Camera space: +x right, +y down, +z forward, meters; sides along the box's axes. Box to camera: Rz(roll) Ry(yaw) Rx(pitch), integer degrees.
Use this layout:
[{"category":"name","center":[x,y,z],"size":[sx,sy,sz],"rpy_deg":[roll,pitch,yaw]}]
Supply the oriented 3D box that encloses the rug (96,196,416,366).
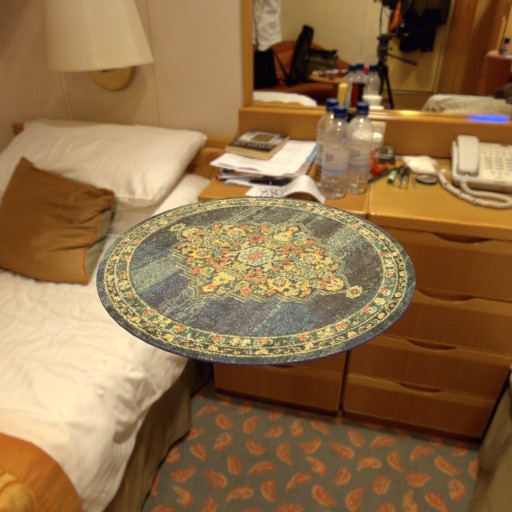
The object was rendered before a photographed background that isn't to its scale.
[{"category":"rug","center":[0.000,0.000,3.464],"size":[2.386,0.014,2.386],"rpy_deg":[0,30,0]}]
